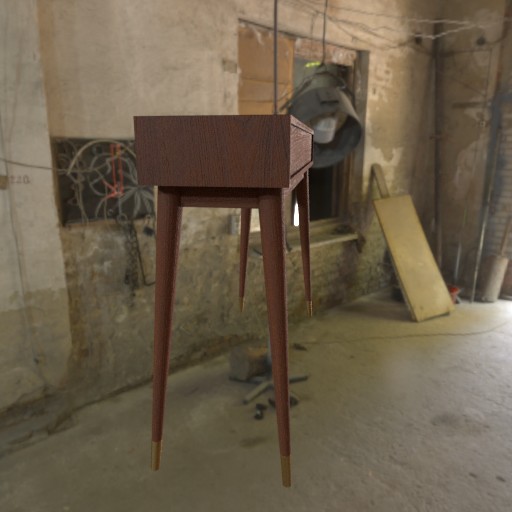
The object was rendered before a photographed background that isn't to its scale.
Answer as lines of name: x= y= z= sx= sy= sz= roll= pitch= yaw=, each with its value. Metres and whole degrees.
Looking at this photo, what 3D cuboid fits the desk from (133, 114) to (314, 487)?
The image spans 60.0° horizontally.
desk: x=0.000 y=0.000 z=1.631 sx=0.384 sy=0.917 sz=1.204 roll=2 pitch=14 yaw=9
